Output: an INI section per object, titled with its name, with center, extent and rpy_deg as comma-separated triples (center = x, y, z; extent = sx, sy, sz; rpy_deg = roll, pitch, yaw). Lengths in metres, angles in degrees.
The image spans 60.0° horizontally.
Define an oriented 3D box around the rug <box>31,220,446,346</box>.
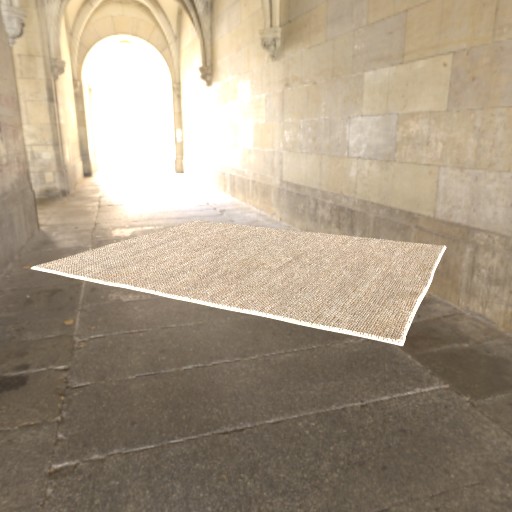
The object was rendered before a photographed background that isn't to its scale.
[rug]
center = 0.000, 0.000, 4.097
extent = 3.052, 0.030, 2.429
rpy_deg = 8, 17, 27
